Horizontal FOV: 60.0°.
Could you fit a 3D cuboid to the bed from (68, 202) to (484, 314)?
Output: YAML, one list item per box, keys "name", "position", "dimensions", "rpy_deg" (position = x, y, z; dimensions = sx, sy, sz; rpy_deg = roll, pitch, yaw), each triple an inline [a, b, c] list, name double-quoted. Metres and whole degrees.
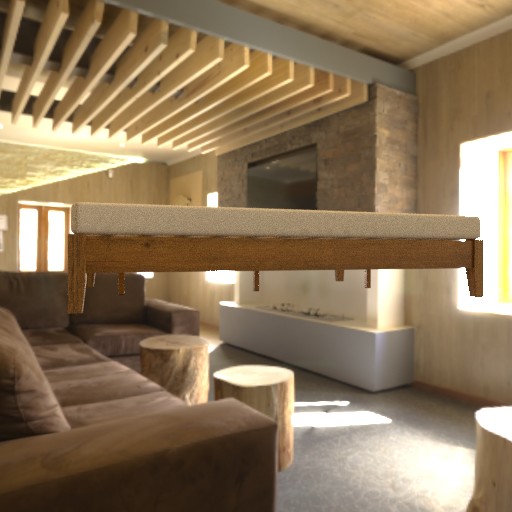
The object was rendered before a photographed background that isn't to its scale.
- name: "bed"
  position: [0.000, 0.000, 2.724]
  dimensions: [2.016, 0.431, 1.536]
  rpy_deg: [0, 0, -19]
